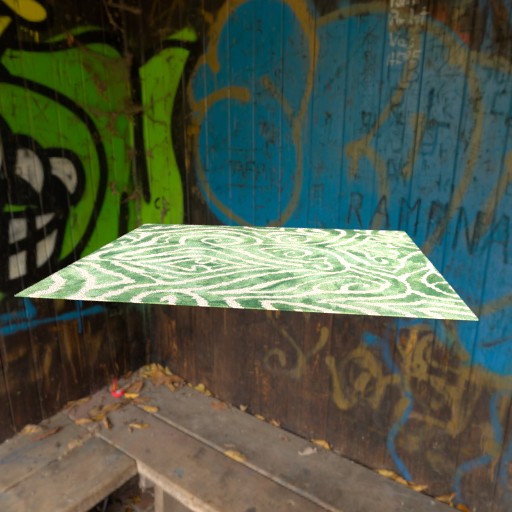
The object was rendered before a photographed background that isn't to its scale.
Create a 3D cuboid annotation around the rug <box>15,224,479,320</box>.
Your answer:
[{"bbox_3d":[0.000,0.000,4.033,3.045,0.007,2.436,2,16,7],"label":"rug"}]
